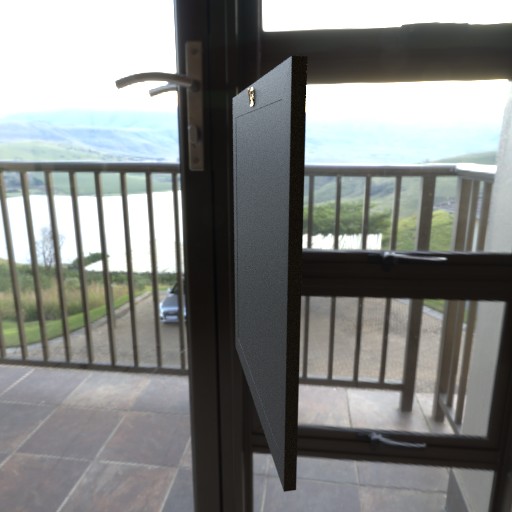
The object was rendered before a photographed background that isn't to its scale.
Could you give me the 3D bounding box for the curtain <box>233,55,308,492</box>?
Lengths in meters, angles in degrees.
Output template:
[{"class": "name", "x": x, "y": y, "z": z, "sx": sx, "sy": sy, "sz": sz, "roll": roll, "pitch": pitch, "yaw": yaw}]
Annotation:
[{"class": "curtain", "x": 0.000, "y": 0.000, "z": 0.802, "sx": 0.027, "sy": 0.585, "sz": 0.483, "roll": -3, "pitch": 14, "yaw": -11}]
